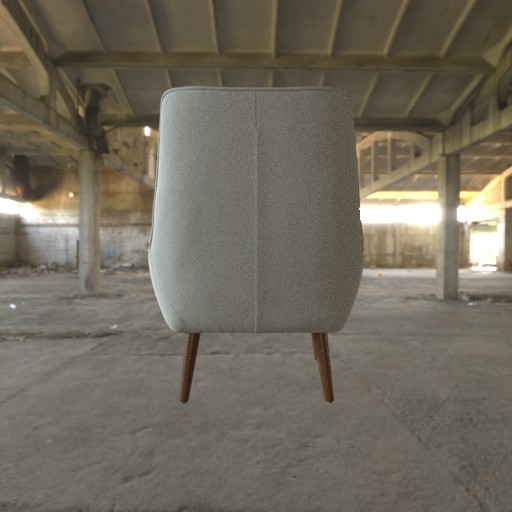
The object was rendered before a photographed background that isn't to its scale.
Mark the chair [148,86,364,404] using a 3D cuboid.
[{"bbox_3d":[0.000,0.000,1.515,0.787,0.888,0.822,0,1,-1],"label":"chair"}]
